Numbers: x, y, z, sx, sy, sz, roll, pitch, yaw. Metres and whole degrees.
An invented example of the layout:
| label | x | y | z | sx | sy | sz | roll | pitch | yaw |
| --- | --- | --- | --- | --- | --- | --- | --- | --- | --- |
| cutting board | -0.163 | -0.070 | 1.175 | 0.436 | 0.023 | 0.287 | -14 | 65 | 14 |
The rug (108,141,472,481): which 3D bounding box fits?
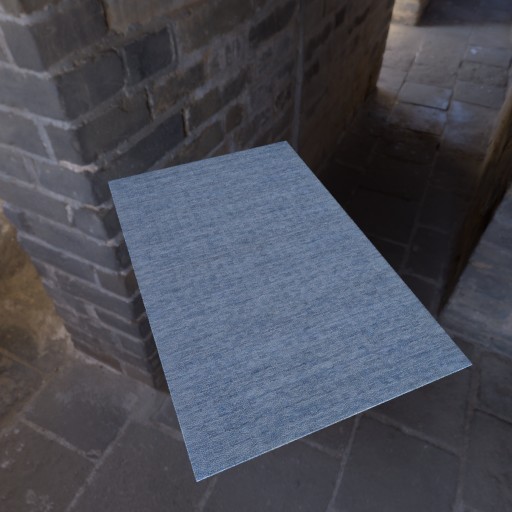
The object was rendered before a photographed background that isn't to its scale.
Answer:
| label | x | y | z | sx | sy | sz | roll | pitch | yaw |
| --- | --- | --- | --- | --- | --- | --- | --- | --- | --- |
| rug | 0.000 | 0.000 | 2.173 | 1.142 | 0.006 | 1.752 | -17 | 49 | -15 |
